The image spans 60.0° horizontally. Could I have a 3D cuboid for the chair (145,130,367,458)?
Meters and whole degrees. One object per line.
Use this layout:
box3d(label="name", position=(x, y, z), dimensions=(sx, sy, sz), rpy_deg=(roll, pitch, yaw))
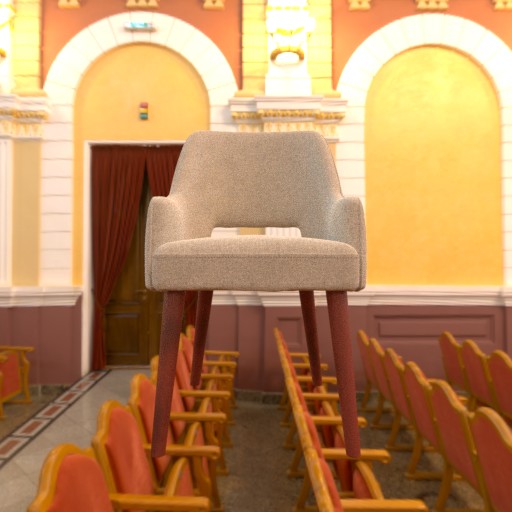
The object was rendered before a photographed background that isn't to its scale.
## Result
box3d(label="chair", position=(0.000, 0.000, 1.232), dimensions=(0.548, 0.849, 0.605), rpy_deg=(0, 0, 0))
